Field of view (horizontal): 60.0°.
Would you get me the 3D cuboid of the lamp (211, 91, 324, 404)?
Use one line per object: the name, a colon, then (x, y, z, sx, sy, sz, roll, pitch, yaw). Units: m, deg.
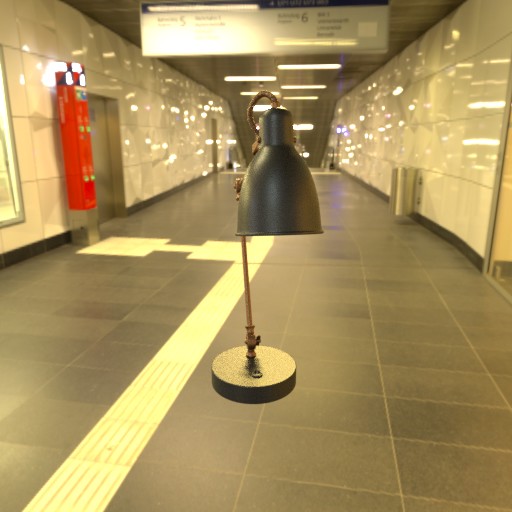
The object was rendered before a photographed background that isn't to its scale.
lamp: (0.000, 0.000, 0.882, 0.187, 0.587, 0.561, -2, 15, -9)
